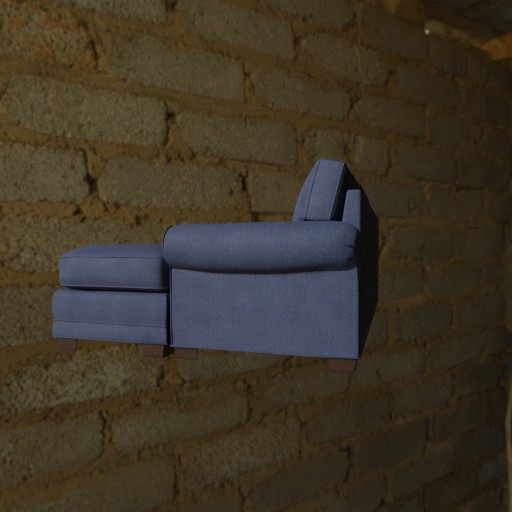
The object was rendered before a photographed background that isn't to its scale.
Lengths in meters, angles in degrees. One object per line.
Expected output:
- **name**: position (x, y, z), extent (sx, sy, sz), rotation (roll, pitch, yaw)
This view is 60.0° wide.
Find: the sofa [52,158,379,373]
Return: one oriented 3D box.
- **sofa**: position (0.000, 0.000, 3.477), extent (1.780, 1.063, 2.567), rotation (0, 1, 17)
